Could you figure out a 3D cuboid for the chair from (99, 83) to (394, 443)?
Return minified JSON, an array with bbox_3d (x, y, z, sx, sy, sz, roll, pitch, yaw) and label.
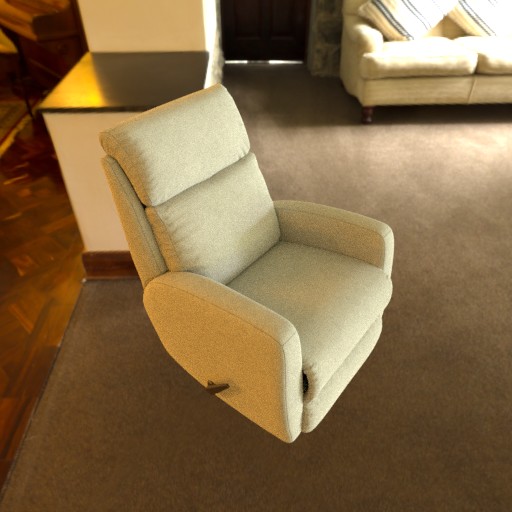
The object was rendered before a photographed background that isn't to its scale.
[{"bbox_3d":[0.000,0.000,1.722,0.941,1.015,0.812,27,46,29],"label":"chair"}]
